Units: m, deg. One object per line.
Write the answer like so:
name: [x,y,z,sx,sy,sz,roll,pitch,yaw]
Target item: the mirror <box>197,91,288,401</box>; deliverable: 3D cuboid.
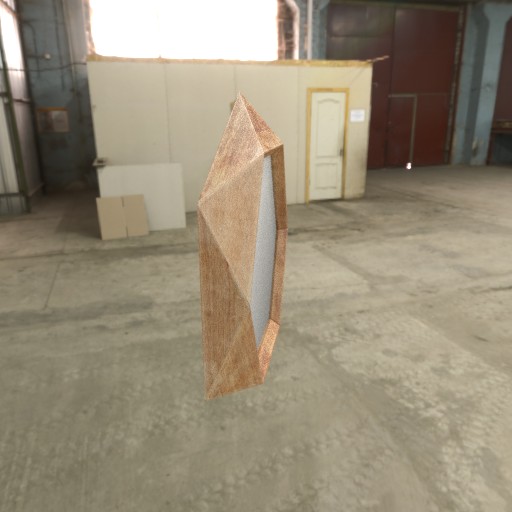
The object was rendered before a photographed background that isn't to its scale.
mirror: [0.000,0.000,1.116,0.091,0.779,0.675,3,18,10]
